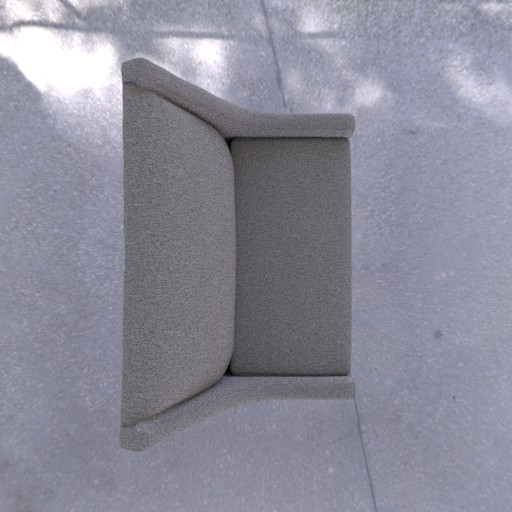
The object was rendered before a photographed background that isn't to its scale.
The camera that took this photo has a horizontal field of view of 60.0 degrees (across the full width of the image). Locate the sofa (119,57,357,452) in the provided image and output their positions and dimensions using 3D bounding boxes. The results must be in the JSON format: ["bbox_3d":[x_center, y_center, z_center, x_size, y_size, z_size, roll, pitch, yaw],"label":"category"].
[{"bbox_3d":[0.000,0.000,1.860,0.862,1.026,1.242,0,89,-1],"label":"sofa"}]
